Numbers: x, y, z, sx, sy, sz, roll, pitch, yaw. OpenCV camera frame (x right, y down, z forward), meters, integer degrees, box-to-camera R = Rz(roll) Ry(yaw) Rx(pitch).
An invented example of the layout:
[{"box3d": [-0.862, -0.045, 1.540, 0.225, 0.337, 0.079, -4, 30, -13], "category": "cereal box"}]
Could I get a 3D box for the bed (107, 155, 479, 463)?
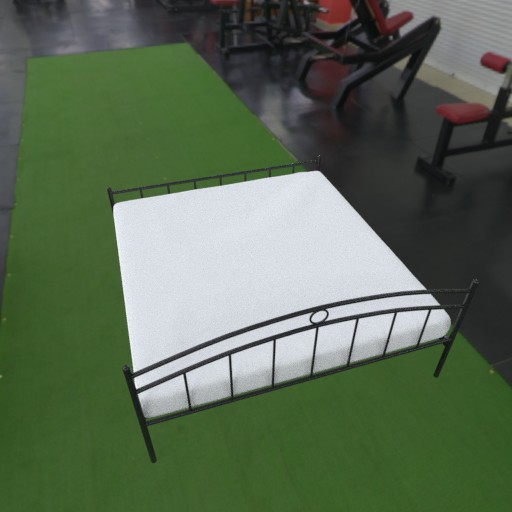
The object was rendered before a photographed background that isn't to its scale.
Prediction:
[{"box3d": [0.000, 0.000, 3.149, 1.880, 0.940, 2.040, -11, 41, -14], "category": "bed"}]
